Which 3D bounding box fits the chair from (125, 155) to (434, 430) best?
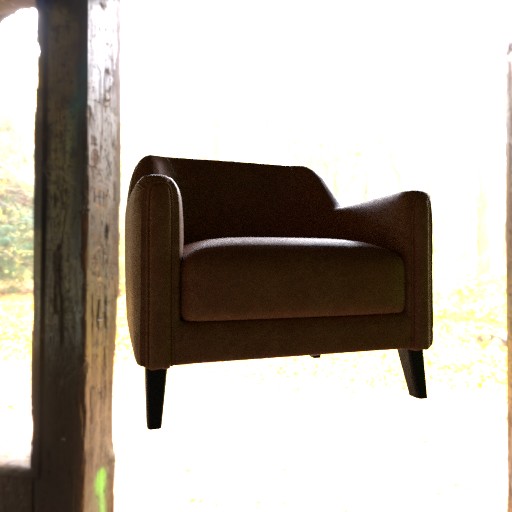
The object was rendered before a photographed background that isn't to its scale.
[{"bbox_3d":[0.000,0.000,1.830,1.037,0.980,1.034,0,-1,-18],"label":"chair"}]
